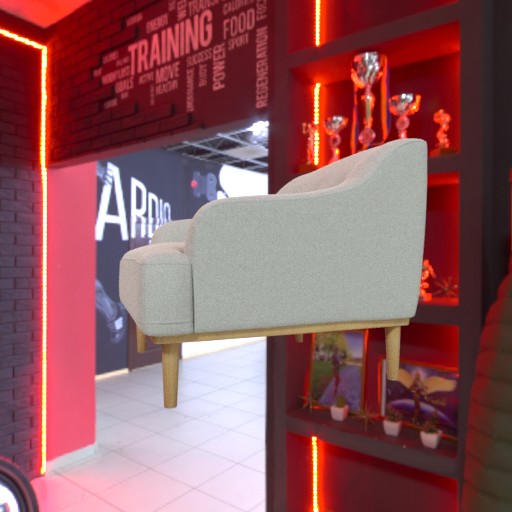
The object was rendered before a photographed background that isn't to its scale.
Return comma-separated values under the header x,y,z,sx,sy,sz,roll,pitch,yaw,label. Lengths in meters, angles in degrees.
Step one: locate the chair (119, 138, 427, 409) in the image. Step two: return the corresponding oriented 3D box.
x,y,z,sx,sy,sz,roll,pitch,yaw,label
0.000,0.000,1.682,0.951,0.818,0.946,0,0,-20,chair
